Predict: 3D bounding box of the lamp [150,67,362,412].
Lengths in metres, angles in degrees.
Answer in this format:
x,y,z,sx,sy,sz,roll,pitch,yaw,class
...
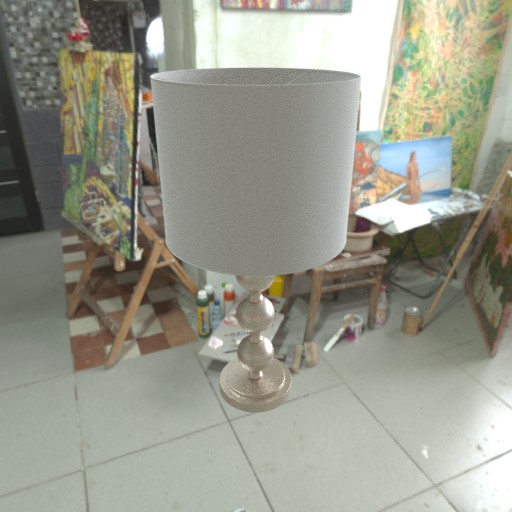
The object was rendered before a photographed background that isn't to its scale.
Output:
x,y,z,sx,sy,sz,roll,pitch,yaw,class
0.000,0.000,0.708,0.277,0.538,0.277,19,32,33,lamp
